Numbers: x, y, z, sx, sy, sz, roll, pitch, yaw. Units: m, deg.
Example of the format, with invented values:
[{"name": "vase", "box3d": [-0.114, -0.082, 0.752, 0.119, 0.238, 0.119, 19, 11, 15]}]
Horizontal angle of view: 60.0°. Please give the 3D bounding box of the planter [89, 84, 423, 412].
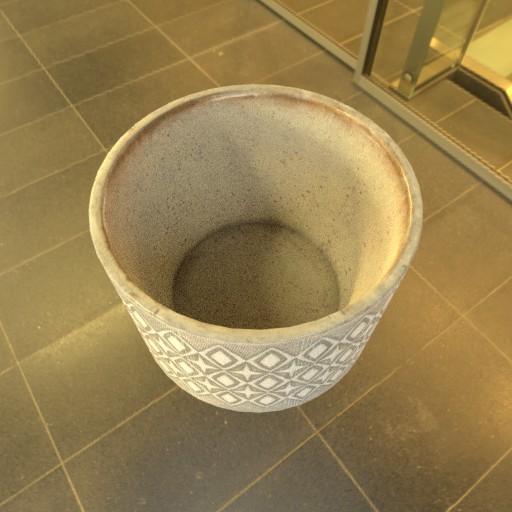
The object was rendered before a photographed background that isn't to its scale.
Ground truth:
[{"name": "planter", "box3d": [0.000, 0.000, 0.311, 0.186, 0.144, 0.186, 0, 57, 0]}]
